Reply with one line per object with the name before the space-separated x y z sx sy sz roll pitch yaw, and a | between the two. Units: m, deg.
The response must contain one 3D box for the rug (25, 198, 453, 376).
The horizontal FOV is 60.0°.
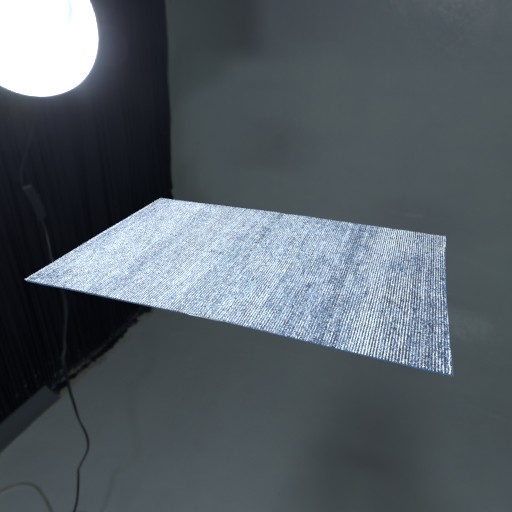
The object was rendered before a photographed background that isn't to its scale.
rug | 0.000 0.000 2.195 1.793 0.025 1.159 10 29 18
